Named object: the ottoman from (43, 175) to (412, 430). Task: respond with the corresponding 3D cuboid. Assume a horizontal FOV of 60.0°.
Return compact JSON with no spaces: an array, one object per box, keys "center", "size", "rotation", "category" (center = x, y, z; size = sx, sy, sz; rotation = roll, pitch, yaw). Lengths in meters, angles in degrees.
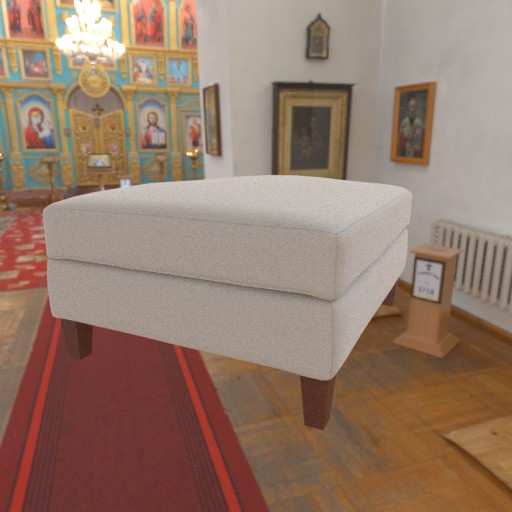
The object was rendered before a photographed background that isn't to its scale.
[{"center":[0.000,0.000,1.448],"size":[0.836,0.492,0.976],"rotation":[7,15,26],"category":"ottoman"}]
